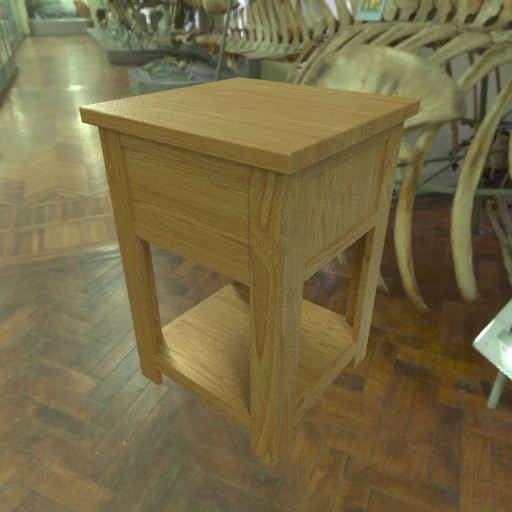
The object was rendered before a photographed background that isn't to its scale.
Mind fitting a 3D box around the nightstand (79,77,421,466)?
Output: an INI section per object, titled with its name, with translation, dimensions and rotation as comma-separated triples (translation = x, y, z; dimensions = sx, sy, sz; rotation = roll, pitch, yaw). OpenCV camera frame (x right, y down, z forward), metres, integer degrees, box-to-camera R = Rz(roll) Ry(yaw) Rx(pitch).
[nightstand]
translation = 0.000, 0.000, 0.922
dimensions = 0.428, 0.614, 0.418
rotation = 21, 36, 32
